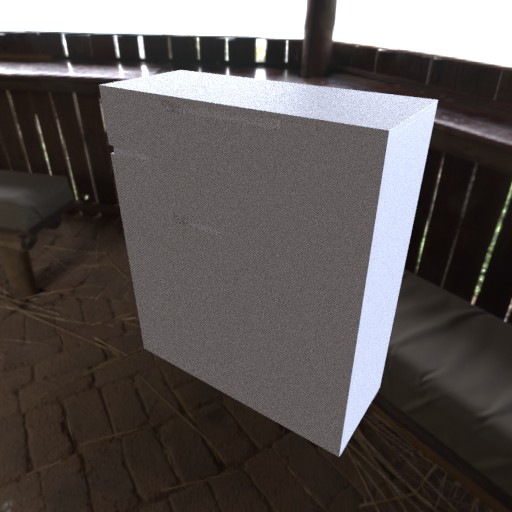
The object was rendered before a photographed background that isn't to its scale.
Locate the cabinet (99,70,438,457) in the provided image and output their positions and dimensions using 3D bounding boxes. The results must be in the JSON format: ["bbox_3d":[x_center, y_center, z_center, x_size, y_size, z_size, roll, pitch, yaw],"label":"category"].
[{"bbox_3d":[0.000,0.000,1.685,1.000,1.190,0.400,19,36,29],"label":"cabinet"}]
